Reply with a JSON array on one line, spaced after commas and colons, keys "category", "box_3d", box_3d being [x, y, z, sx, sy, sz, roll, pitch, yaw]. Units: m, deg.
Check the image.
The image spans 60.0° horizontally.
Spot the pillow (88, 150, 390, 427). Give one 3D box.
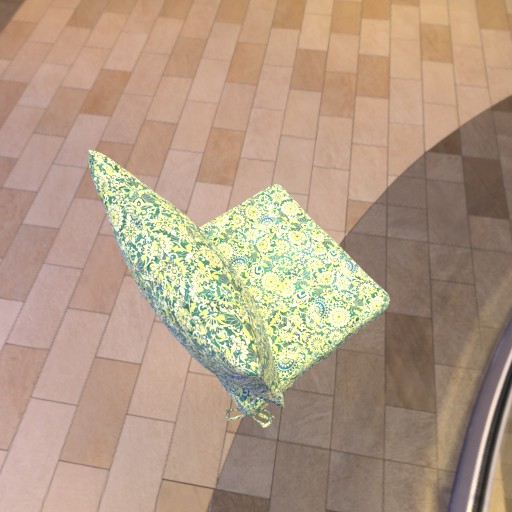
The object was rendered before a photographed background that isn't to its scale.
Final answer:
[{"category": "pillow", "box_3d": [0.000, 0.000, 1.434, 0.740, 0.722, 0.798, -33, 65, -18]}]
